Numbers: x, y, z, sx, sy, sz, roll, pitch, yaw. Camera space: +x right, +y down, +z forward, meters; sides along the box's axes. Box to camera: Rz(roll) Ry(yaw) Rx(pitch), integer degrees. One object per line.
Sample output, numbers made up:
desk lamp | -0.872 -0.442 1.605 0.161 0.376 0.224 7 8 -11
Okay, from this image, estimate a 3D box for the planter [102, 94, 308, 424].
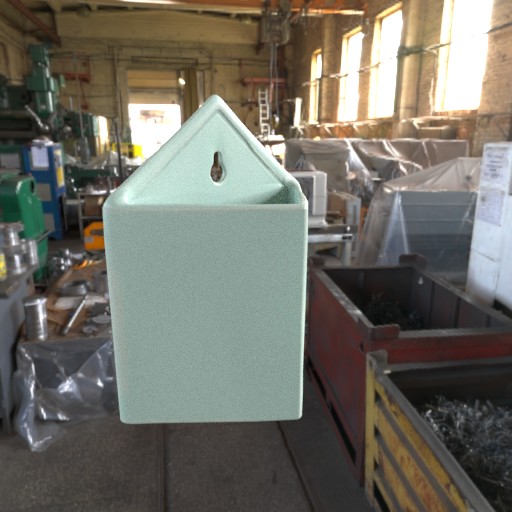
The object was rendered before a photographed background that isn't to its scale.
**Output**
planter | 0.000 0.000 0.281 0.164 0.197 0.079 -14 20 -43
